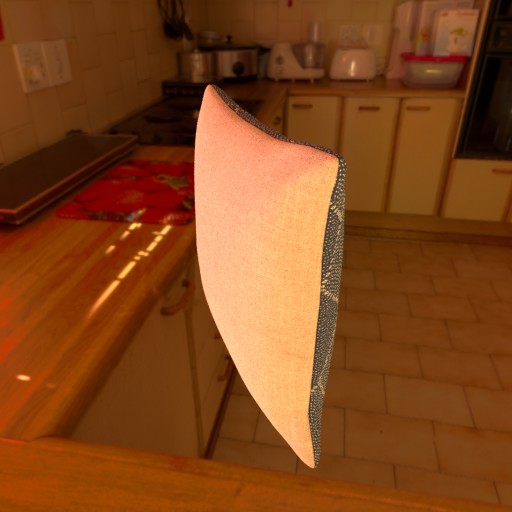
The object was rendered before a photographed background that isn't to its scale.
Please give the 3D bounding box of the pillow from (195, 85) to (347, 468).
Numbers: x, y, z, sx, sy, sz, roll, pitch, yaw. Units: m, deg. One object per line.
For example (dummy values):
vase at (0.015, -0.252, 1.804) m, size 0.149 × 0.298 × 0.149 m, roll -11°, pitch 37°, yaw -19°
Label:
pillow at (0.000, 0.000, 0.664) m, size 0.148 × 0.428 × 0.435 m, roll -10°, pitch 31°, yaw -17°
